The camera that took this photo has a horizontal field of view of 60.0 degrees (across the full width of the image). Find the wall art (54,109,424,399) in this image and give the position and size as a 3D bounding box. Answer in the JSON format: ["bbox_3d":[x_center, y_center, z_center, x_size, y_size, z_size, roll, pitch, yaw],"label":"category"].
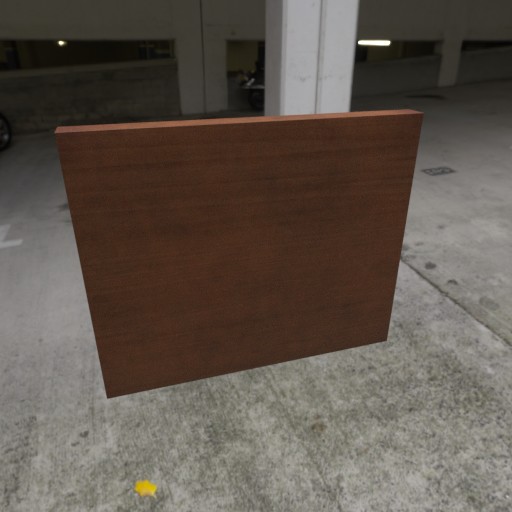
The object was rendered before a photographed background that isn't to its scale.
[{"bbox_3d":[0.000,0.000,0.550,0.401,0.328,0.030,-8,27,-15],"label":"wall art"}]
